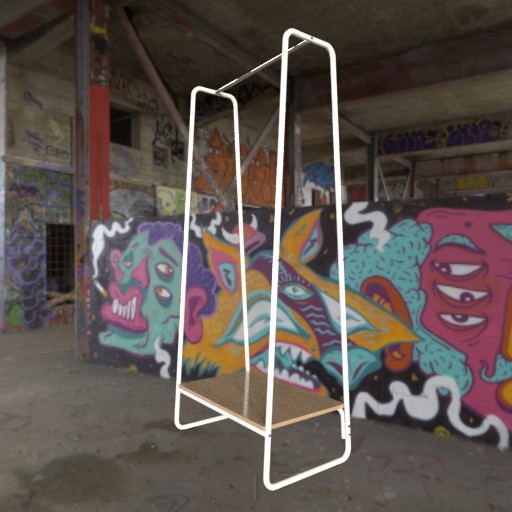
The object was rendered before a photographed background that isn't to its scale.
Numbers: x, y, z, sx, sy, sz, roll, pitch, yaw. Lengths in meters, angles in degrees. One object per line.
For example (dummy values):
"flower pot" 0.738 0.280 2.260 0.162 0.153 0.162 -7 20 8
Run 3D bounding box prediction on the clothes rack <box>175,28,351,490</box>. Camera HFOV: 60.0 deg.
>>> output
"clothes rack" 0.000 0.000 1.760 0.400 1.500 0.640 0 0 -37
